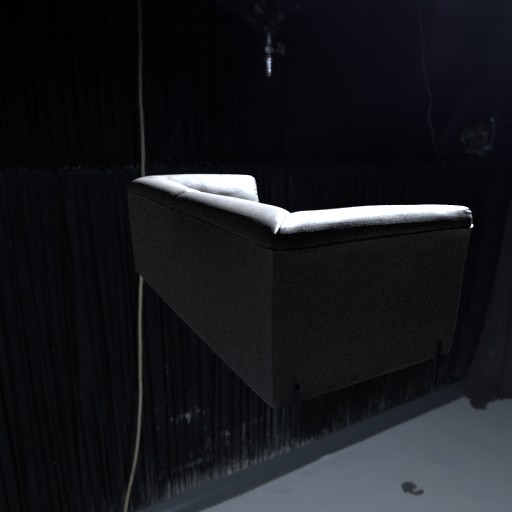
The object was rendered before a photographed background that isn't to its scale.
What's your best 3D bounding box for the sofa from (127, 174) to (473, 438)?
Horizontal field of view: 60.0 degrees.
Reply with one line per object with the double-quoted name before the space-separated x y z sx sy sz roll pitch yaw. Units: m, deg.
"sofa" 0.000 0.000 2.328 0.905 0.747 1.878 -8 16 -27
